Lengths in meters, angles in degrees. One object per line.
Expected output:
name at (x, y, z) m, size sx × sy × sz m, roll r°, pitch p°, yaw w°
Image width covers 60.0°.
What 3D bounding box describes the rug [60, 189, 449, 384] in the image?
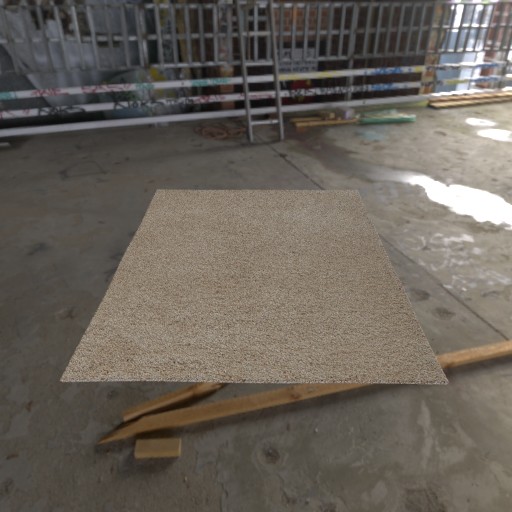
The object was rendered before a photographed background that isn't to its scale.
rug at (0.000, 0.000, 4.018) m, size 2.400 × 0.025 × 3.000 m, roll 0°, pitch 31°, yaw 0°
